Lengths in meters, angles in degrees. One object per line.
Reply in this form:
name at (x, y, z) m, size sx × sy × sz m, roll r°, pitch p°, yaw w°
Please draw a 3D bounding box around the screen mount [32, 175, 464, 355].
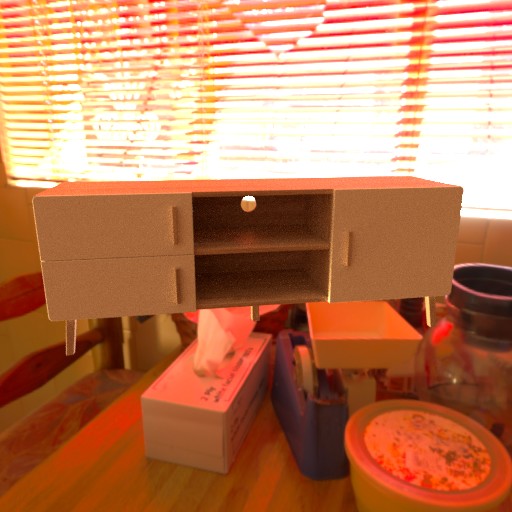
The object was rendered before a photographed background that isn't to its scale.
screen mount at (0.000, 0.000, 1.776) m, size 1.500 × 0.570 × 0.420 m, roll -3°, pitch 16°, yaw -9°
